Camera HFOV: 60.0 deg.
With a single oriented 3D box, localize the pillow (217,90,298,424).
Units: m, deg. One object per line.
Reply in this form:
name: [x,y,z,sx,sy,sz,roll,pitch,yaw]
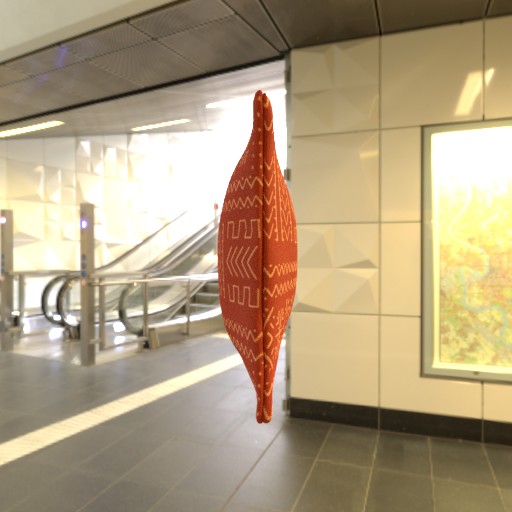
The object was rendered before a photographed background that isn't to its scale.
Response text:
pillow: [0.000,0.000,0.774,0.130,0.352,0.640,0,0,0]
